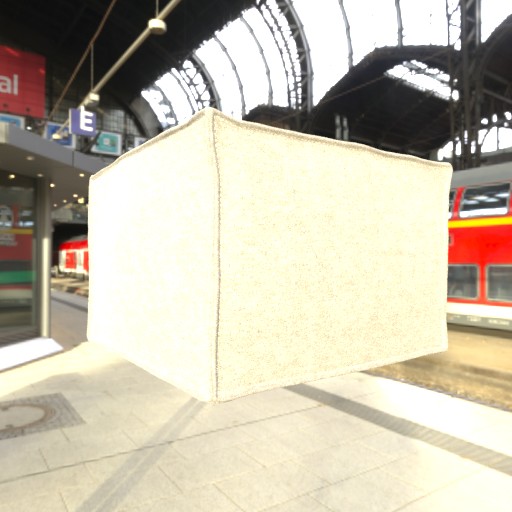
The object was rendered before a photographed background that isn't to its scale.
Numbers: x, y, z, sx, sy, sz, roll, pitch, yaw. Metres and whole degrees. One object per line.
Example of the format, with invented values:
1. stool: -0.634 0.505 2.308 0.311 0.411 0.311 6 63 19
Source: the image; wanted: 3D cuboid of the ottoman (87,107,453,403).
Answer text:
1. ottoman: 0.000 0.000 1.130 0.696 0.470 0.707 0 0 -36
